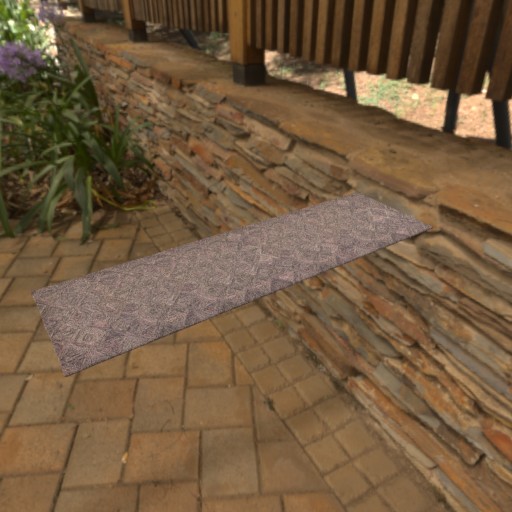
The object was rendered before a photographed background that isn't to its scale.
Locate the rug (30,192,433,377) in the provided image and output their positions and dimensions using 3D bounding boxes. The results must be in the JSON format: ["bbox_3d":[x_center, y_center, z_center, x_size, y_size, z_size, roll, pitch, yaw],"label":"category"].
[{"bbox_3d":[0.000,0.000,2.548,2.296,0.011,0.691,-19,36,-28],"label":"rug"}]
